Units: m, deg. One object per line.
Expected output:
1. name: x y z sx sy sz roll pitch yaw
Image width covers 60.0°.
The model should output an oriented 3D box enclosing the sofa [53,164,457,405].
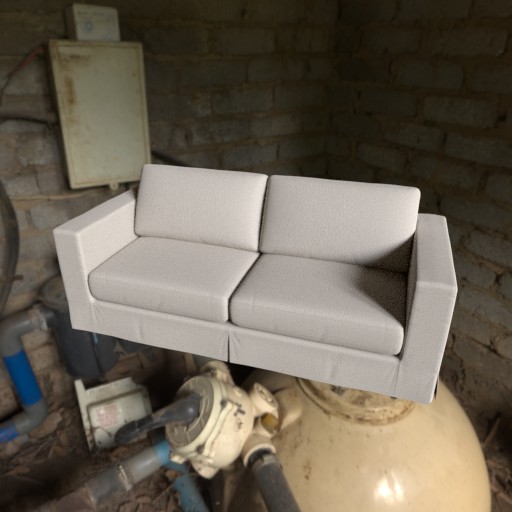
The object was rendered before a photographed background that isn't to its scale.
1. sofa: 0.000 0.000 2.691 2.163 0.881 0.954 8 27 16
